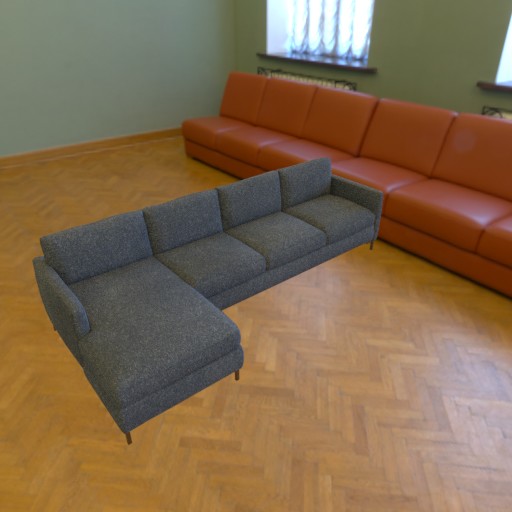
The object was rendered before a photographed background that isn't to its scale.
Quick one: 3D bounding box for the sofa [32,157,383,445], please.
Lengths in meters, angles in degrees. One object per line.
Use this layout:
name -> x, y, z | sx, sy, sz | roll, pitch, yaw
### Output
sofa -> 0.000, 0.000, 3.458 | 2.932, 0.810, 1.350 | -22, 37, -34
